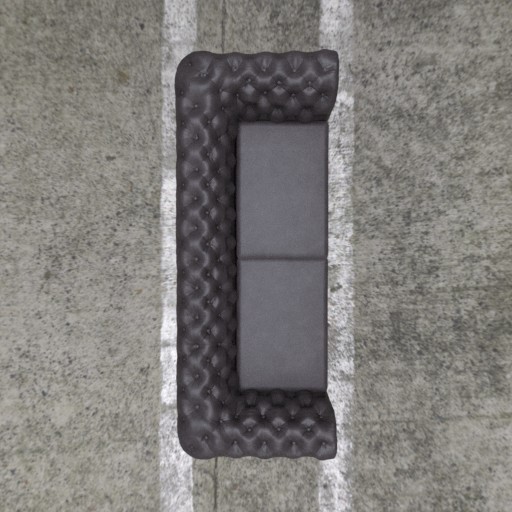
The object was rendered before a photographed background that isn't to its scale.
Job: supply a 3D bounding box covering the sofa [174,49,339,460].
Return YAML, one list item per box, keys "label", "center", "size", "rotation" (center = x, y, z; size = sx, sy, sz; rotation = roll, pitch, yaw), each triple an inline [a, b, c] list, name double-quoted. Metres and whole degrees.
- label: "sofa"
  center: [0.000, 0.000, 2.848]
  size: [0.944, 0.783, 2.385]
  rotation: [0, 92, 0]
